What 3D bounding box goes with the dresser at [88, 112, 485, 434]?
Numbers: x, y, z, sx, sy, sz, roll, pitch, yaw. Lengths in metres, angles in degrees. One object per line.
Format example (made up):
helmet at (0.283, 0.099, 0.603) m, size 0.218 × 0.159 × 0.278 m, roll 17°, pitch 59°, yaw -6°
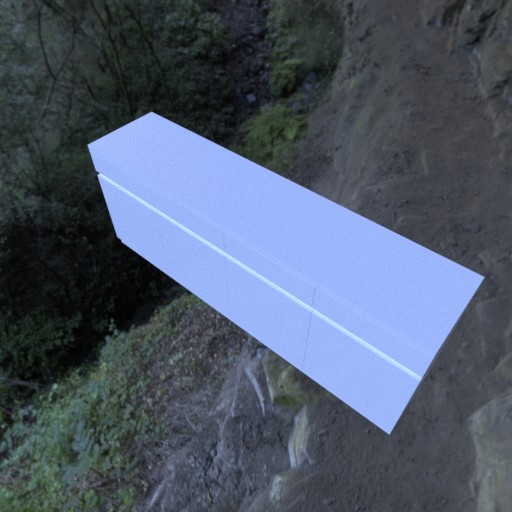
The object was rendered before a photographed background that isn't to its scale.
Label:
dresser at (0.000, 0.000, 2.602) m, size 2.200 × 0.840 × 0.500 m, roll 32°, pitch 55°, yaw 26°
